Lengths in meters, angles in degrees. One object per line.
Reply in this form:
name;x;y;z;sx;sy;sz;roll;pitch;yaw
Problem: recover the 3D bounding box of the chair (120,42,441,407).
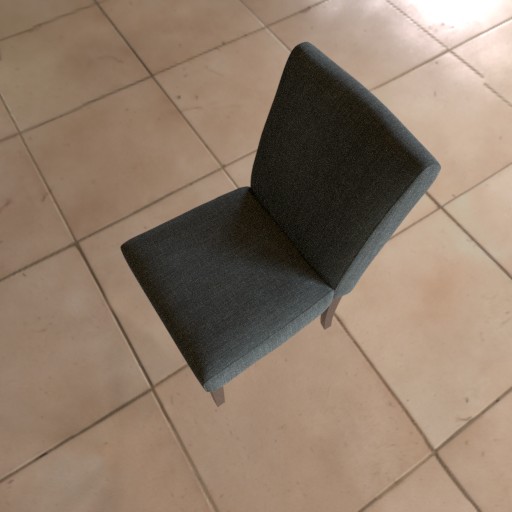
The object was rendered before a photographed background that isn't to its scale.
chair;0.000;0.000;1.258;0.629;0.884;0.487;-31;67;-15
